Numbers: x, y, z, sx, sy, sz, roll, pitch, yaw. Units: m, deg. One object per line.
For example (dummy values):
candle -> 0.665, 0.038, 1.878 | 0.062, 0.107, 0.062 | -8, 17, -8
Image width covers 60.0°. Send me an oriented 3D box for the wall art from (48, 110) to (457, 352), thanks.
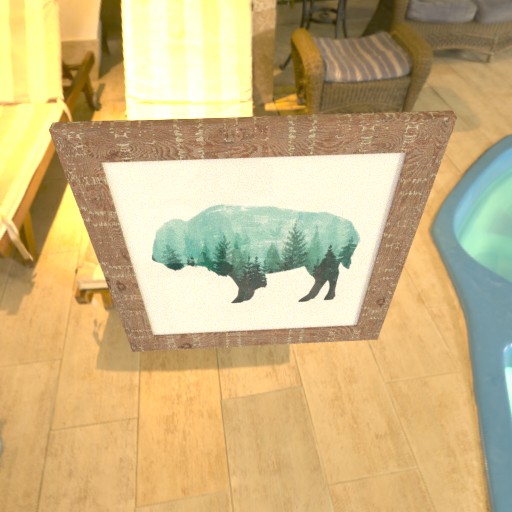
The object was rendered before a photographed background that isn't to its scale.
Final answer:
wall art -> 0.000, 0.000, 0.557 | 0.380, 0.380, 0.022 | -2, 46, -2
